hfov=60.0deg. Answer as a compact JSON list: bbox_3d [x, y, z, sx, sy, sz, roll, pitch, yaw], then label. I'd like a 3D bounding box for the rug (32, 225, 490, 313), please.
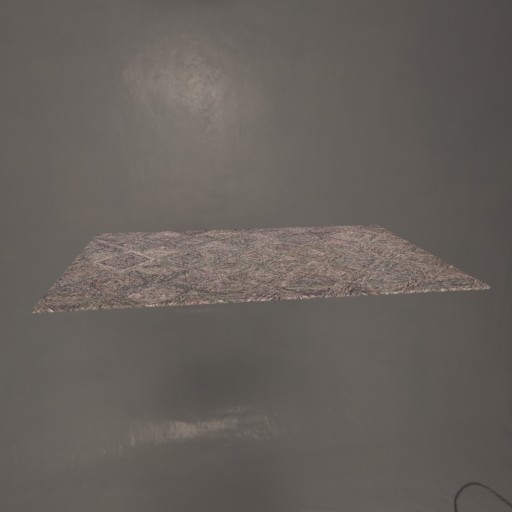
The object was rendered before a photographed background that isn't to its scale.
[{"bbox_3d":[0.000,0.000,2.903,2.298,0.017,1.501,-2,17,-8],"label":"rug"}]
